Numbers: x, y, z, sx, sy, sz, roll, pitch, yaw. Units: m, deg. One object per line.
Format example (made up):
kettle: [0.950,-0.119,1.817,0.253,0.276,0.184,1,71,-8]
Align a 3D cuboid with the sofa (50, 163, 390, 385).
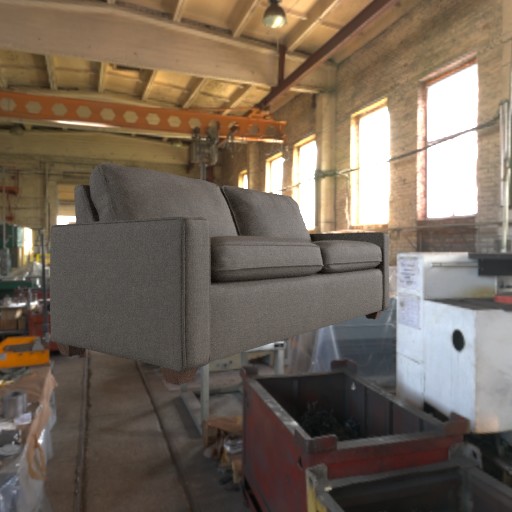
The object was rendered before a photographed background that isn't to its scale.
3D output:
sofa: [0.000,0.000,2.628,0.940,0.919,2.080,1,1,36]
